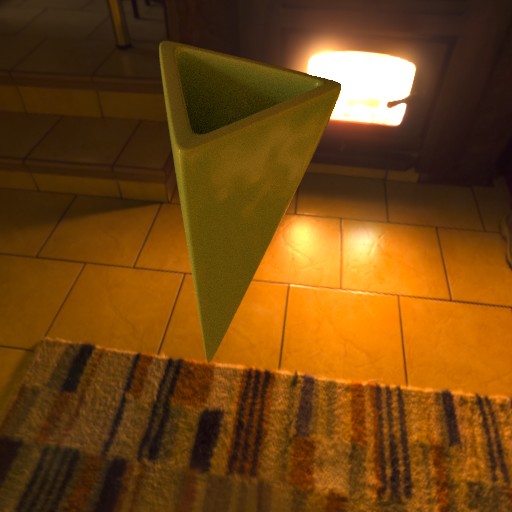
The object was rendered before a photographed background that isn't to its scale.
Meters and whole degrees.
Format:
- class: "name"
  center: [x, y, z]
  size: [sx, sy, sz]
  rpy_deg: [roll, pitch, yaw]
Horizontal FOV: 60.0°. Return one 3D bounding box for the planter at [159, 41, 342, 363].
- class: "planter"
  center: [0.000, 0.000, 0.217]
  size: [0.064, 0.178, 0.080]
  rpy_deg: [-9, 47, -8]
